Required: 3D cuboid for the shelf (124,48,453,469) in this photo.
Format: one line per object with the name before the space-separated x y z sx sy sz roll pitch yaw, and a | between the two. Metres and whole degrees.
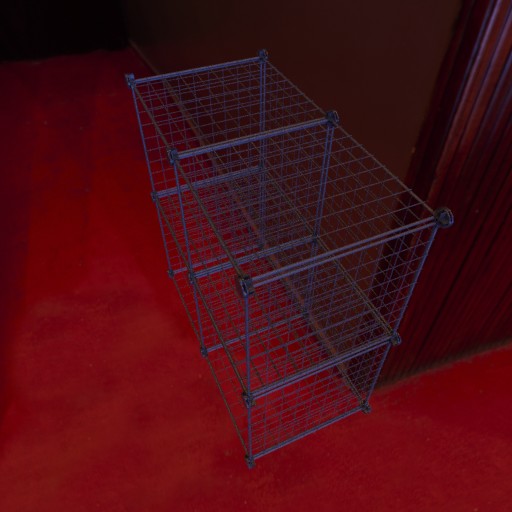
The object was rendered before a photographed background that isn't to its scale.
shelf | 0.000 0.000 1.113 0.356 0.711 0.711 -18 49 -16
